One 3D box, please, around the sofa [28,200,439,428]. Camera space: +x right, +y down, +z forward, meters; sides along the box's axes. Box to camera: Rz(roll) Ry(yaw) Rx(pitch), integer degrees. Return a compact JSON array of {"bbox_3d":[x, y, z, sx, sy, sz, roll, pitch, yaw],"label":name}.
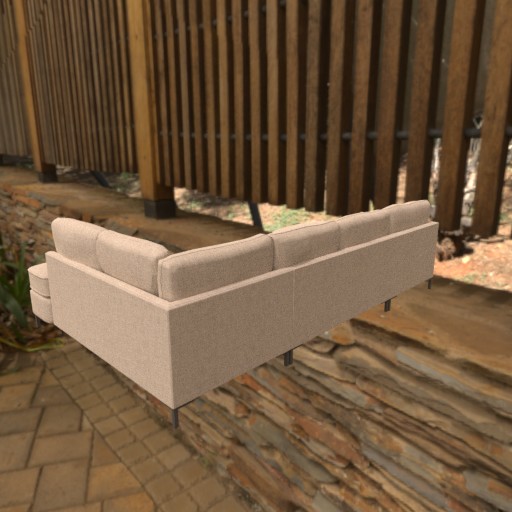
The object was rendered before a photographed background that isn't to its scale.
[{"bbox_3d":[0.000,0.000,4.181,2.021,0.996,3.423,15,21,43],"label":"sofa"}]
